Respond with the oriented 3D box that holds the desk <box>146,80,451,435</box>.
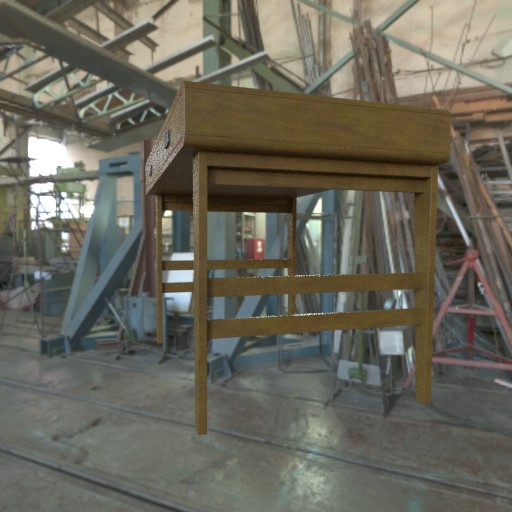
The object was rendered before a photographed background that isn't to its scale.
[{"bbox_3d":[0.000,0.000,1.506,0.660,0.754,1.066,-1,2,-18],"label":"desk"}]
